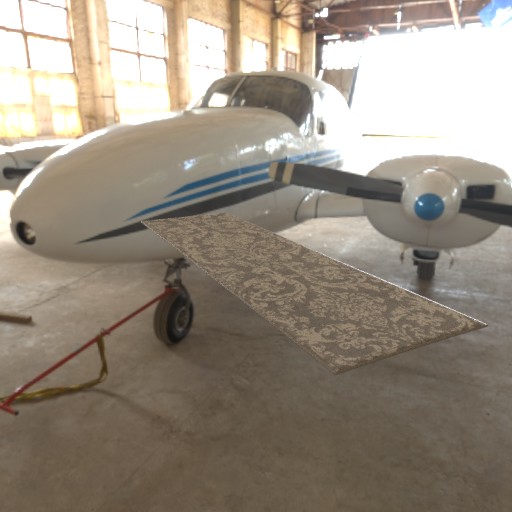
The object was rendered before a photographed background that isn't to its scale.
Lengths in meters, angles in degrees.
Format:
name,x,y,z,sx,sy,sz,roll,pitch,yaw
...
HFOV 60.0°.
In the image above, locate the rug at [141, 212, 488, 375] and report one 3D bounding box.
name,x,y,z,sx,sy,sz,roll,pitch,yaw
rug,0.000,0.000,2.312,0.662,0.011,2.196,-9,19,-27
